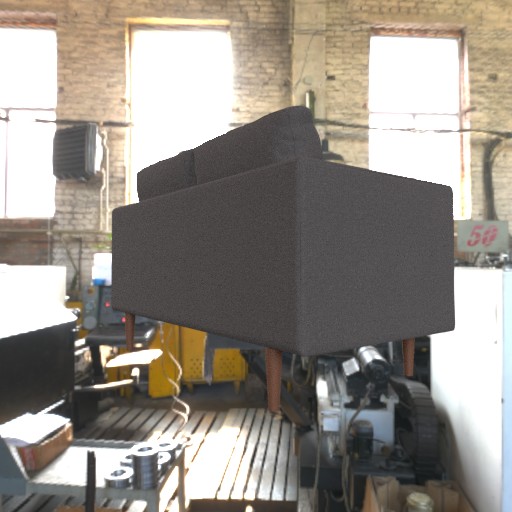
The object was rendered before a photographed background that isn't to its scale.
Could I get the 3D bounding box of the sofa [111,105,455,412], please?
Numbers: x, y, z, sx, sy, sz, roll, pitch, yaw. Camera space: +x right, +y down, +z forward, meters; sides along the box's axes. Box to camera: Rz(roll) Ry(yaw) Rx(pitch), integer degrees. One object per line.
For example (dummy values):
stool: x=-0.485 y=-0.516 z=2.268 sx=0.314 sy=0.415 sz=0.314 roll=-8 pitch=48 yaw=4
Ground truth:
sofa: x=0.000 y=0.000 z=1.938 sx=0.796 sy=0.908 sz=1.430 roll=1 pitch=-1 yaw=-37
